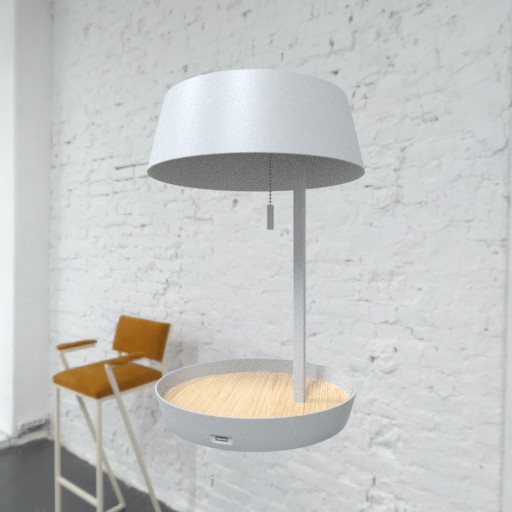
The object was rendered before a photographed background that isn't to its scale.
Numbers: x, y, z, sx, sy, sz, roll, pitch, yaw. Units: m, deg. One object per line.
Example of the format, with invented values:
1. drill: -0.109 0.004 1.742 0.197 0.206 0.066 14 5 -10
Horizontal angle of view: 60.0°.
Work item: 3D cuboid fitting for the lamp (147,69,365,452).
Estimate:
1. lamp: 0.000 0.000 0.608 0.291 0.429 0.291 0 0 0
